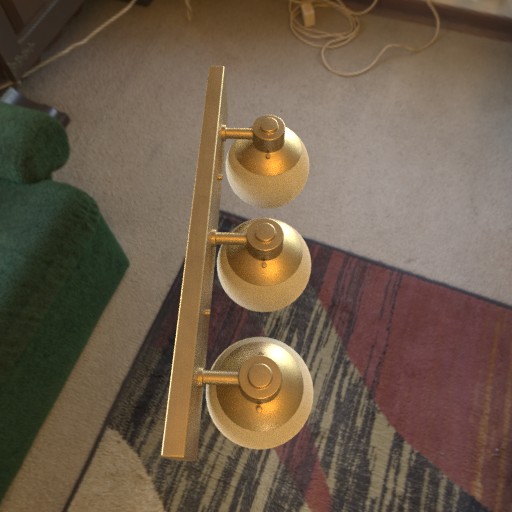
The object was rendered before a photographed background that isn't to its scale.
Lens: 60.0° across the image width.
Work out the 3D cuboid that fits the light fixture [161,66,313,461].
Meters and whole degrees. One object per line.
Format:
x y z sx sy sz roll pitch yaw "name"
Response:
0.000 0.000 0.849 0.218 0.263 0.721 2 63 1 "light fixture"
